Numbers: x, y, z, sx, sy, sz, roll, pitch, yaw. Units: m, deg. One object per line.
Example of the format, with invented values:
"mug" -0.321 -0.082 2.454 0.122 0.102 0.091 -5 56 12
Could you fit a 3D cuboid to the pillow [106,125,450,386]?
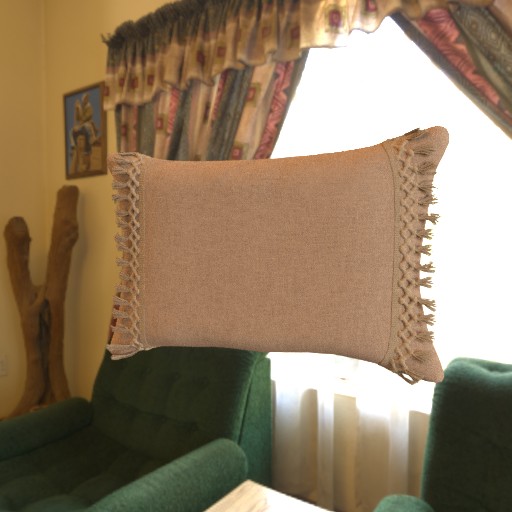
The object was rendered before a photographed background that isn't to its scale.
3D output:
"pillow" 0.000 0.000 0.583 0.466 0.305 0.084 1 2 19
